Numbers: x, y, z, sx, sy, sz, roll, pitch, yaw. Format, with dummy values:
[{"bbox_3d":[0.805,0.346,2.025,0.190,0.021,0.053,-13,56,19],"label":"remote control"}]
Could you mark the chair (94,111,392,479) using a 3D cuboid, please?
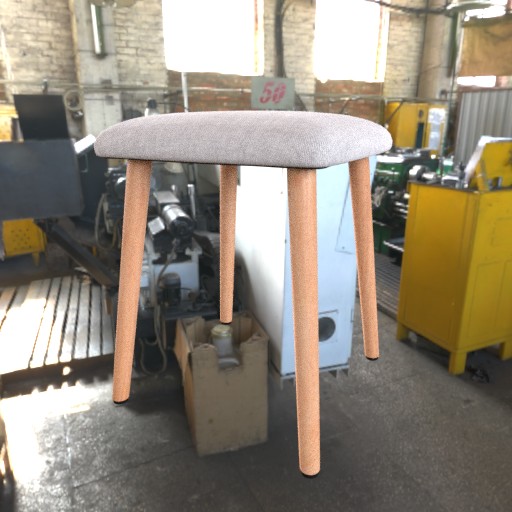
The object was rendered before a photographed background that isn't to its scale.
[{"bbox_3d":[0.000,0.000,0.707,0.350,0.440,0.350,9,19,27],"label":"chair"}]
